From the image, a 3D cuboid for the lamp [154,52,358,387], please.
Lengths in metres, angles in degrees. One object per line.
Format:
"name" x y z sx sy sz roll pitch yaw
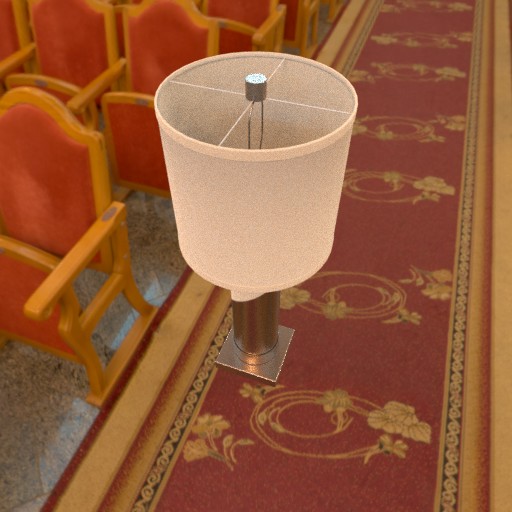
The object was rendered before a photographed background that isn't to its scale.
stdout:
"lamp" 0.000 0.000 0.619 0.202 0.509 0.202 15 49 14
